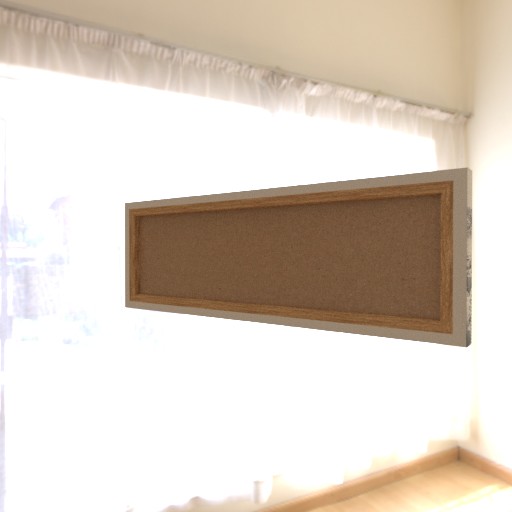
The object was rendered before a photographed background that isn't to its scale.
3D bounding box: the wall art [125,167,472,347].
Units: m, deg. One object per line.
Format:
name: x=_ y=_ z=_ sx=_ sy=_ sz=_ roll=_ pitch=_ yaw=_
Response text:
wall art: x=0.000 y=0.000 z=0.864 sx=0.763 sy=0.255 sz=0.038 roll=0 pitch=1 yaw=36
